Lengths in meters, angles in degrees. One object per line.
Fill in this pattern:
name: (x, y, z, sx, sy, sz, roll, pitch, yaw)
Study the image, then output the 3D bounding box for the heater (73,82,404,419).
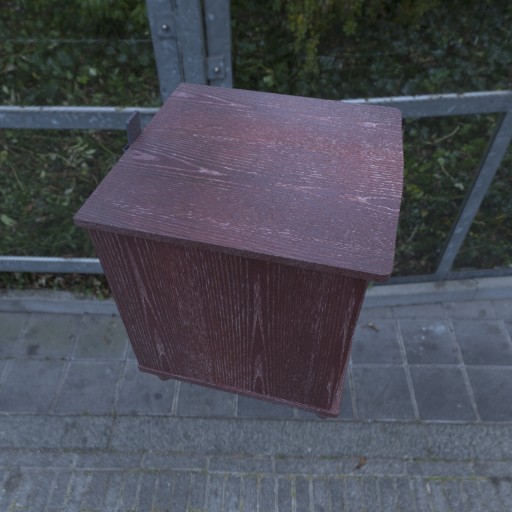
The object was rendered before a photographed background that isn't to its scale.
heater: (0.000, 0.000, 0.765, 0.400, 0.481, 0.362, 10, 48, 10)
